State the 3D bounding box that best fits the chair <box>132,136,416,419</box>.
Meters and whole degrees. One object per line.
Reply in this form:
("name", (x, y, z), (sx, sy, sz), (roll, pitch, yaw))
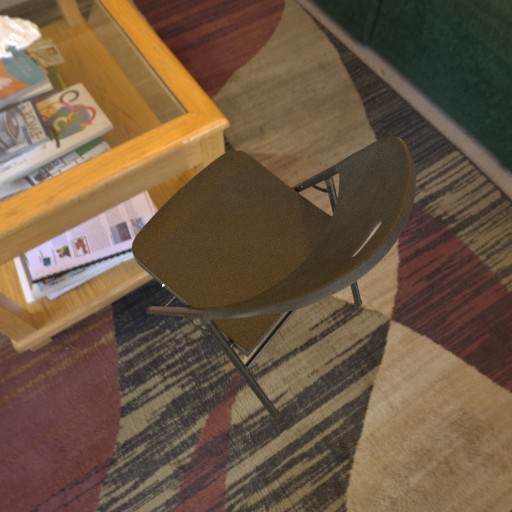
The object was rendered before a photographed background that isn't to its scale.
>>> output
("chair", (0.000, 0.000, 1.149), (0.566, 0.810, 0.494), (36, 69, 16))
